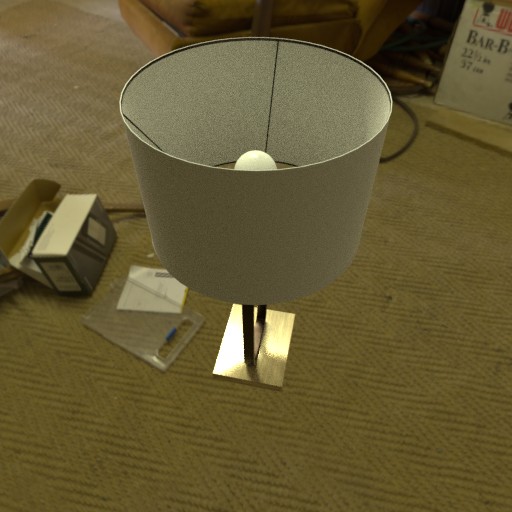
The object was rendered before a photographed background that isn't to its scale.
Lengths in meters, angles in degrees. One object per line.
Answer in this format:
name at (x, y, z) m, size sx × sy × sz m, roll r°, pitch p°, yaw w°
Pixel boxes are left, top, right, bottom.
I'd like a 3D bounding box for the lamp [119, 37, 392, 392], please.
lamp at (0.000, 0.000, 0.648) m, size 0.279 × 0.508 × 0.279 m, roll 9°, pitch 48°, yaw 8°
